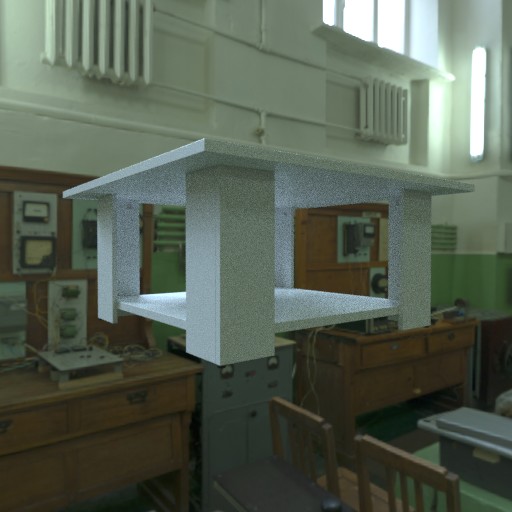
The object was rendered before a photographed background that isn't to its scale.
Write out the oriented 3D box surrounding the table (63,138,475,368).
[{"bbox_3d":[0.000,0.000,1.018,0.670,0.305,0.670,-1,2,-37],"label":"table"}]
